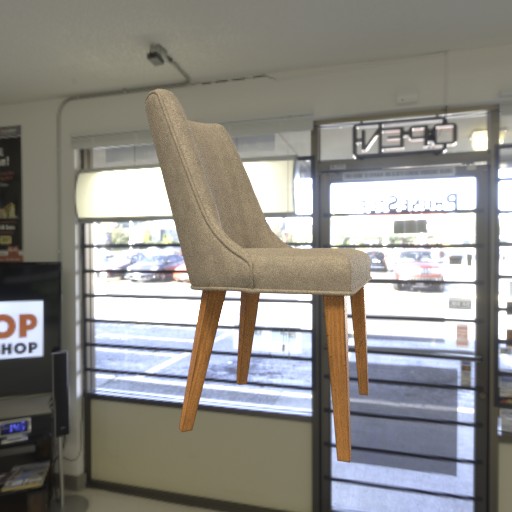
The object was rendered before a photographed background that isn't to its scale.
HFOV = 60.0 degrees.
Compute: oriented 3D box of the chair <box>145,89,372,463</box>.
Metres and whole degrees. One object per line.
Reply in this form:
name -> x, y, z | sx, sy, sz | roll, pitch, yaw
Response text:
chair -> 0.000, 0.000, 1.326 | 0.636, 0.916, 0.548 | 0, 1, 19
